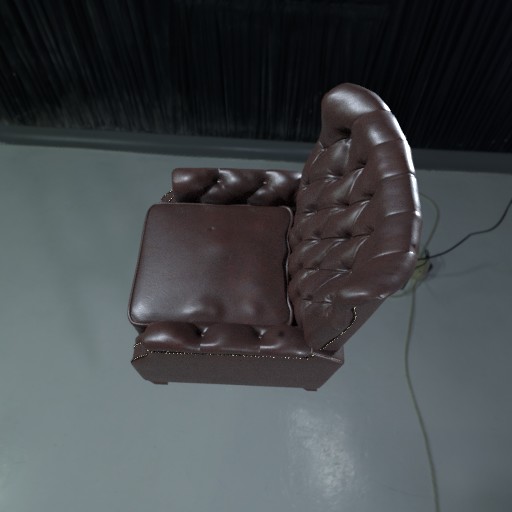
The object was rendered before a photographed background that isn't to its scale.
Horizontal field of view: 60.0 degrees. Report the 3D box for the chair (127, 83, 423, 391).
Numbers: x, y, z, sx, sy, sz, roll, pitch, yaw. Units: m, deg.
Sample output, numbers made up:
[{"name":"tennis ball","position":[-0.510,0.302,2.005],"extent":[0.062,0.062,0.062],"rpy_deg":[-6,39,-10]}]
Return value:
[{"name":"chair","position":[0.000,0.000,1.483],"extent":[0.823,0.864,0.709],"rpy_deg":[2,59,1]}]
